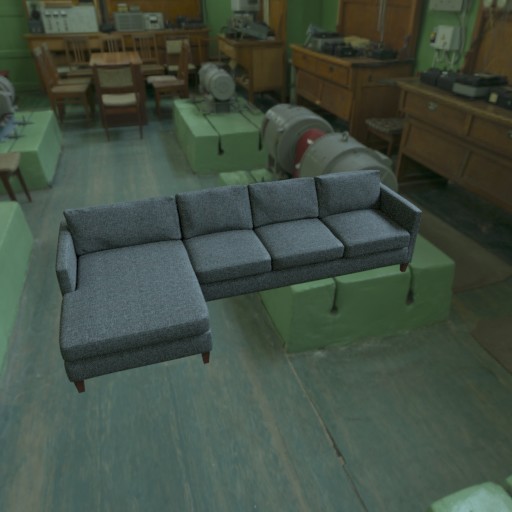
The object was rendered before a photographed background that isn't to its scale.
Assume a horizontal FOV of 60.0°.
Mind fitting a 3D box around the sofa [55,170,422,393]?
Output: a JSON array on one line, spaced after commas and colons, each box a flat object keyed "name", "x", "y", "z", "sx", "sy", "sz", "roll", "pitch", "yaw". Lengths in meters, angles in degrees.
[{"name": "sofa", "x": 0.000, "y": 0.000, "z": 4.205, "sx": 3.485, "sy": 0.960, "sz": 1.635, "roll": -10, "pitch": 33, "yaw": -16}]
